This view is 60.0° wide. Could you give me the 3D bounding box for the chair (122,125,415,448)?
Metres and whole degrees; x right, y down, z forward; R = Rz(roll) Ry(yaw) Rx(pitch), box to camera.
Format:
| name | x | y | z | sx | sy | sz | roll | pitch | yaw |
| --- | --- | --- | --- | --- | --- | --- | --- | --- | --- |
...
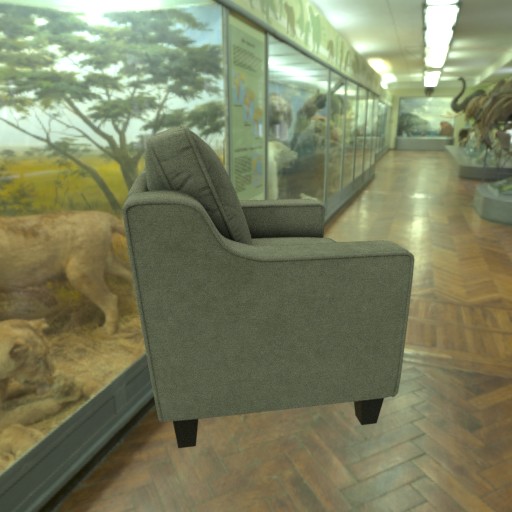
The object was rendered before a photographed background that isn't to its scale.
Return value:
| name | x | y | z | sx | sy | sz | roll | pitch | yaw |
| --- | --- | --- | --- | --- | --- | --- | --- | --- | --- |
| chair | 0.000 | 0.000 | 1.664 | 0.840 | 0.944 | 0.926 | -3 | 17 | -10 |
